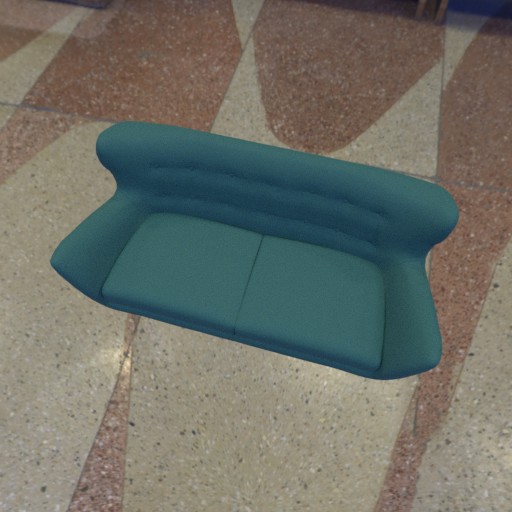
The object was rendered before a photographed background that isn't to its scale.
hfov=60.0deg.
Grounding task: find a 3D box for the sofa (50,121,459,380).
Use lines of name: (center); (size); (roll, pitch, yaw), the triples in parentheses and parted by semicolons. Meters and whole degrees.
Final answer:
sofa: (0.000, 0.000, 2.420); (1.930, 0.890, 0.889); (14, 61, 8)
